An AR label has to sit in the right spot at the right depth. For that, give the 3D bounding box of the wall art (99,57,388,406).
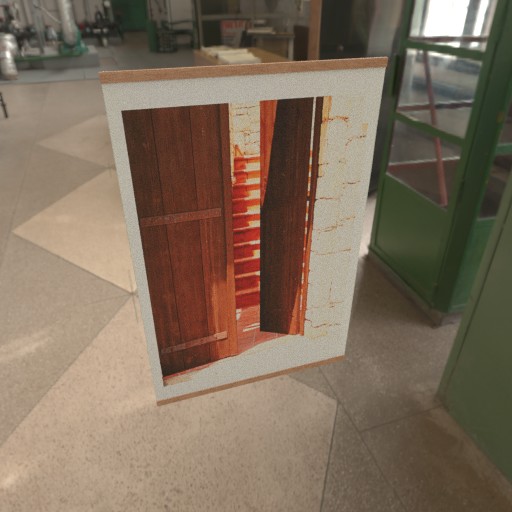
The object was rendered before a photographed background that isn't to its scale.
[{"bbox_3d":[0.000,0.000,1.896,1.019,1.527,0.019,-10,33,-15],"label":"wall art"}]
